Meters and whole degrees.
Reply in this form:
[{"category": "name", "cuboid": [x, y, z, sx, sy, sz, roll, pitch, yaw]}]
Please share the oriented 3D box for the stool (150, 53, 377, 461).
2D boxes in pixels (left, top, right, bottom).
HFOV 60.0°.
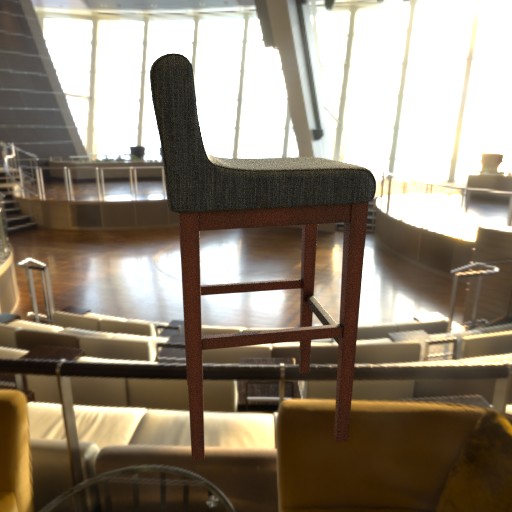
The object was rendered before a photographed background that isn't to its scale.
[{"category": "stool", "cuboid": [0.000, 0.000, 1.216, 0.499, 0.965, 0.426, -3, 16, -10]}]
